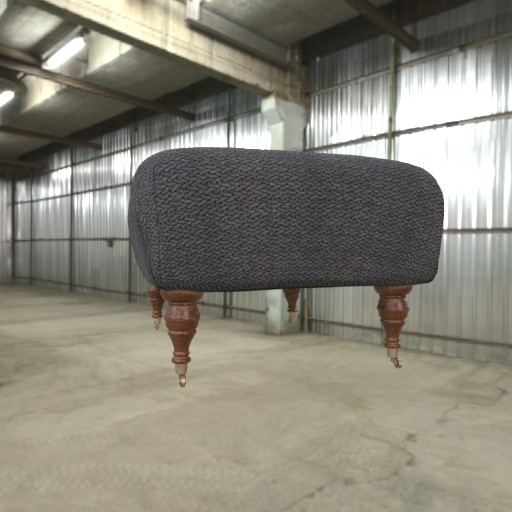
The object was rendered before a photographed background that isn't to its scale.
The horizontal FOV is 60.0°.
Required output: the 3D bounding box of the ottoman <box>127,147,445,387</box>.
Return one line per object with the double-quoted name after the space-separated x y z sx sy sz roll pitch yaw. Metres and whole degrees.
0.000 0.000 1.128 0.622 0.450 0.747 0 1 -17 "ottoman"
